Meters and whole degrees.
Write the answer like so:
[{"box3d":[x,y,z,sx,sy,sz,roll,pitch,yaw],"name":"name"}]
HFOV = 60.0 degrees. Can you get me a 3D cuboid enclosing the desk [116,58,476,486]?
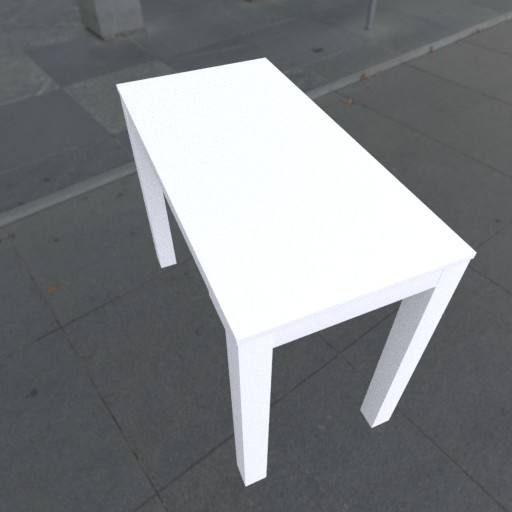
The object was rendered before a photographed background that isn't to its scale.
[{"box3d":[0.000,0.000,1.374,0.497,0.762,0.990,-17,49,-16],"name":"desk"}]
